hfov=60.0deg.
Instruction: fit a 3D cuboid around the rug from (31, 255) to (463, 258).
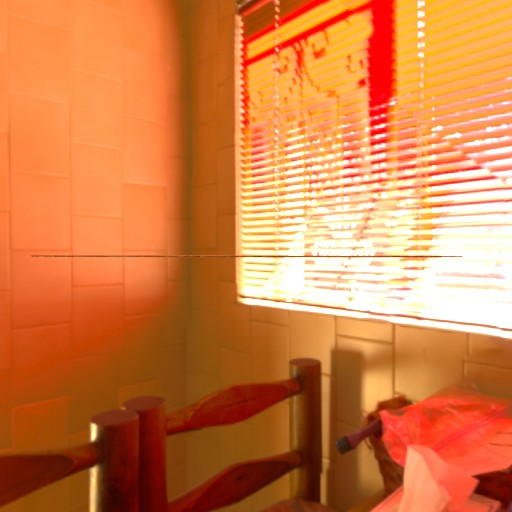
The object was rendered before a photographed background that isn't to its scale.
[{"bbox_3d":[0.000,0.000,3.077,2.428,0.010,1.533,0,0,17],"label":"rug"}]
